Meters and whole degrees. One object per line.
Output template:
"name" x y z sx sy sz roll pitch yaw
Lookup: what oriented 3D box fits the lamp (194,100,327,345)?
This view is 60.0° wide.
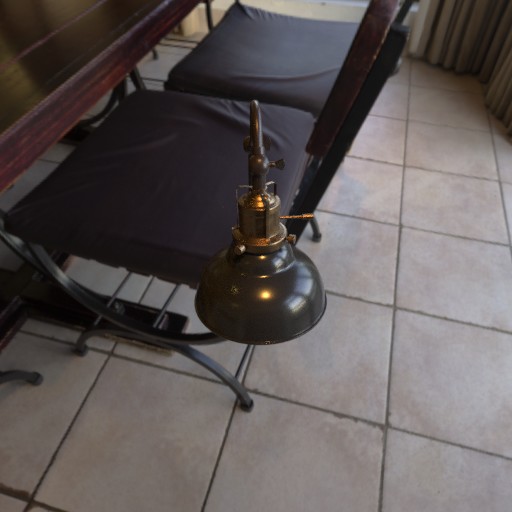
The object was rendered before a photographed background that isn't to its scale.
"lamp" 0.000 0.000 0.696 0.192 0.508 0.374 -3 48 -2
